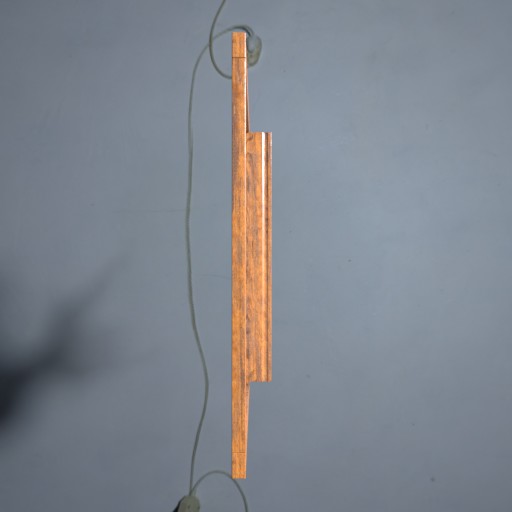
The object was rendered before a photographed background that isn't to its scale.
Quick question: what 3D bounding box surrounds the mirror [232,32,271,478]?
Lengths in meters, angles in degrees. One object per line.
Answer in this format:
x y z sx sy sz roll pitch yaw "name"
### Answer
0.000 0.000 1.021 0.084 0.537 0.758 0 89 0 "mirror"
